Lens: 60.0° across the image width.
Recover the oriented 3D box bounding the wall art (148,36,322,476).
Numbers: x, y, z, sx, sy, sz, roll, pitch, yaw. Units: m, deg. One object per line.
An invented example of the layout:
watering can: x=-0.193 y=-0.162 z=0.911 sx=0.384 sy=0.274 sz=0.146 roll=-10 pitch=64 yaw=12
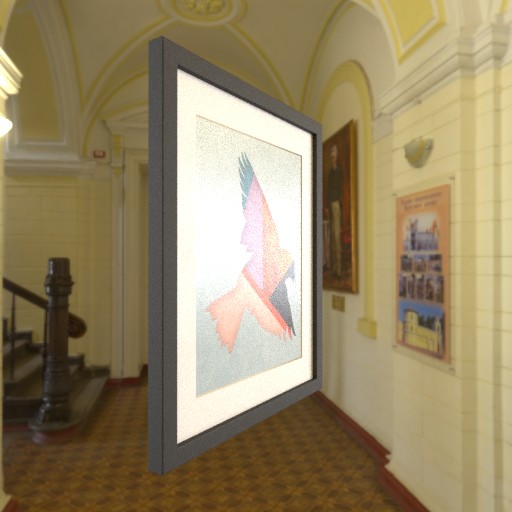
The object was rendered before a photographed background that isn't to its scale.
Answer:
wall art: x=0.000 y=0.000 z=0.756 sx=0.028 sy=0.558 sz=0.457 roll=0 pitch=0 yaw=35
